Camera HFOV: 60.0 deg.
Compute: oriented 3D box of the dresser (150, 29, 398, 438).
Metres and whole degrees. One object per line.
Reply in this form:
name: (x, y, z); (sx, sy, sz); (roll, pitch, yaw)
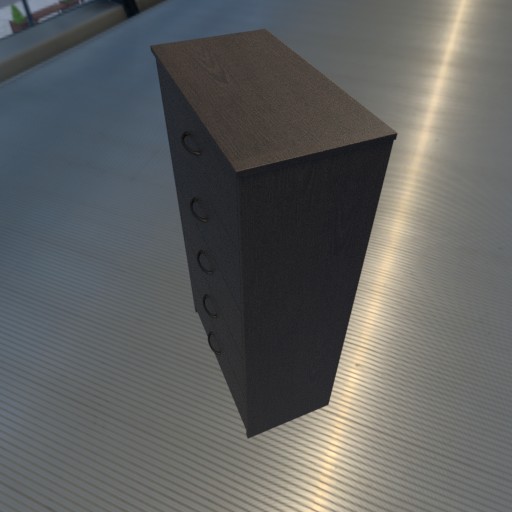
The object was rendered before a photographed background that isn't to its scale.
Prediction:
dresser: (0.000, 0.000, 1.573); (0.418, 1.254, 0.704); (-17, 47, -16)
